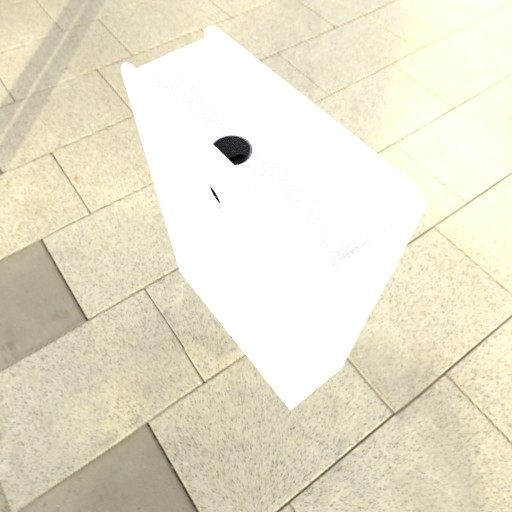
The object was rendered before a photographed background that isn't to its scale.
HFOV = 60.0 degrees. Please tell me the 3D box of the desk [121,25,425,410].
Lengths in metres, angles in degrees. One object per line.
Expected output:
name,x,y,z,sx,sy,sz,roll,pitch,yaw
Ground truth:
desk,0.000,0.000,1.515,0.278,1.190,0.795,-34,64,-19
